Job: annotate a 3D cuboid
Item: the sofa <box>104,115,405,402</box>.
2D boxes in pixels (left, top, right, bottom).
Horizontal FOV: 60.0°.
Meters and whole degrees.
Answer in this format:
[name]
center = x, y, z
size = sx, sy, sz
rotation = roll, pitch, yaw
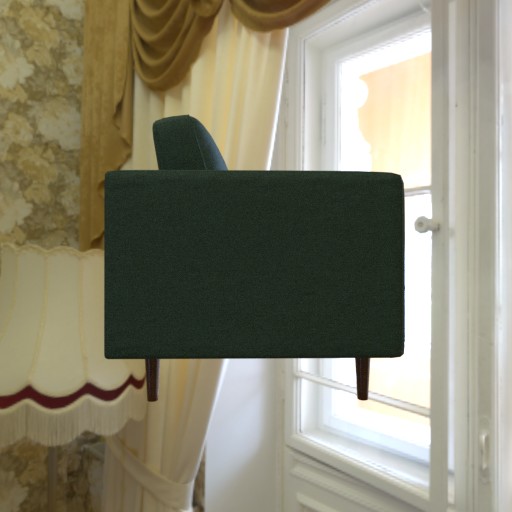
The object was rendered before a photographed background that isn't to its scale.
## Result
[sofa]
center = 0.000, 0.000, 1.957
size = 0.879, 0.899, 1.430
rotation = 0, 0, -1
